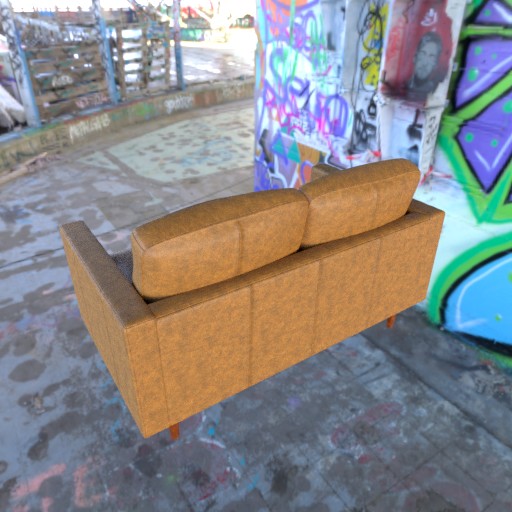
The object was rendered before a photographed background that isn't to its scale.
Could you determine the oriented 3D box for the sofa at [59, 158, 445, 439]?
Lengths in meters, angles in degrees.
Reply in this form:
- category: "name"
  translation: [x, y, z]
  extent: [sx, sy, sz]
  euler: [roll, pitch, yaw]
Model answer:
- category: "sofa"
  translation: [0.000, 0.000, 2.165]
  extent: [1.578, 0.951, 0.909]
  euler: [-18, 35, -29]
